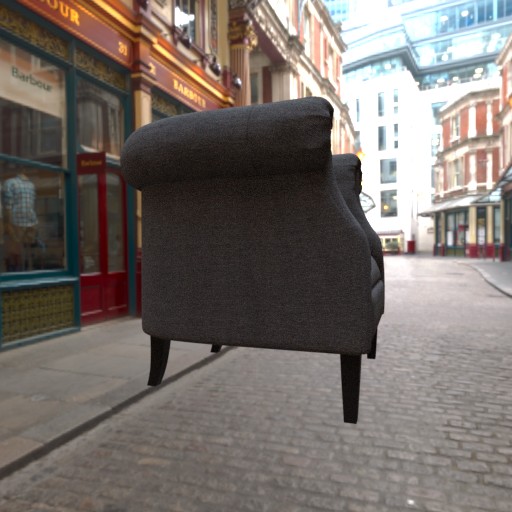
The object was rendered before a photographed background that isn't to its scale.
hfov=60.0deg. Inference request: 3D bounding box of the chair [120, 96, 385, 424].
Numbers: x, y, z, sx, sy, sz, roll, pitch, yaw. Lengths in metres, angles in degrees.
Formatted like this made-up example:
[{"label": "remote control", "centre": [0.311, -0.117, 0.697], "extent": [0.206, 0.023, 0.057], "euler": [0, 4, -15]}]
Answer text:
[{"label": "chair", "centre": [0.000, 0.000, 1.568], "extent": [0.852, 0.827, 0.905], "euler": [0, 1, 19]}]
